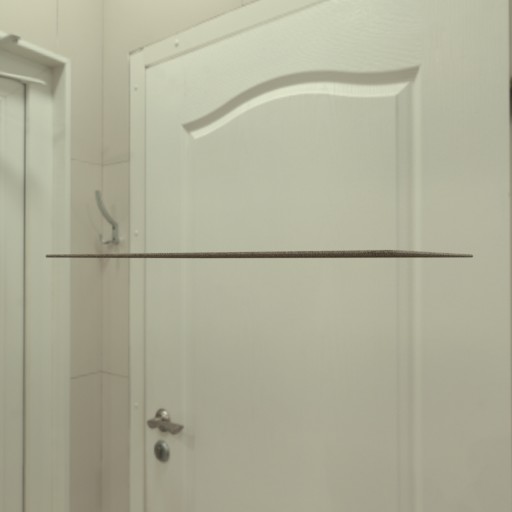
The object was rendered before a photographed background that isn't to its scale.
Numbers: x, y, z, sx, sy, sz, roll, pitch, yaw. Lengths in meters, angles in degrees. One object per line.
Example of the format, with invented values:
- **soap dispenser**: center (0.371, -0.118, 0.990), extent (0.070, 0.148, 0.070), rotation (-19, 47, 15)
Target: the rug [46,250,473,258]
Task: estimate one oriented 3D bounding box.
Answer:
- **rug**: center (0.000, 0.000, 2.273), extent (1.829, 0.016, 1.219), rotation (0, -1, 35)
